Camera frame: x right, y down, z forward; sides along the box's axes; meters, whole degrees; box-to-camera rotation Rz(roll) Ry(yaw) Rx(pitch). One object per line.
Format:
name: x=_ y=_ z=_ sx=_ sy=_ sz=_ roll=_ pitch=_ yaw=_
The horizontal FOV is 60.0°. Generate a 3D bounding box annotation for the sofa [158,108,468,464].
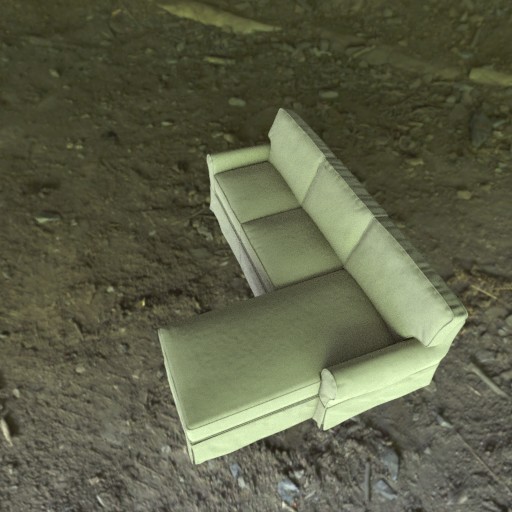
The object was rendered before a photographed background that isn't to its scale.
sofa: x=0.000 y=0.000 z=3.340 sx=1.733 sy=0.978 sz=2.475 roll=-16 pitch=50 yaw=-14
